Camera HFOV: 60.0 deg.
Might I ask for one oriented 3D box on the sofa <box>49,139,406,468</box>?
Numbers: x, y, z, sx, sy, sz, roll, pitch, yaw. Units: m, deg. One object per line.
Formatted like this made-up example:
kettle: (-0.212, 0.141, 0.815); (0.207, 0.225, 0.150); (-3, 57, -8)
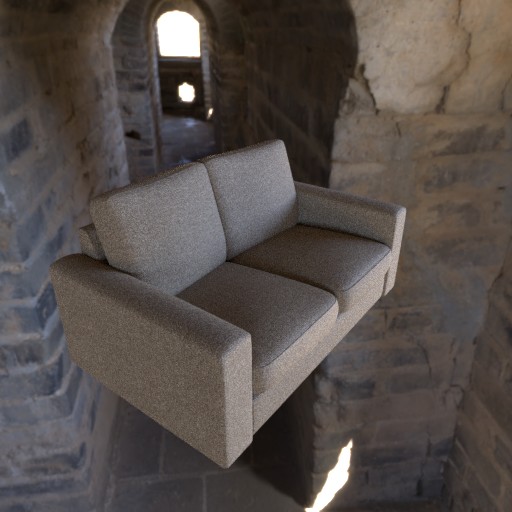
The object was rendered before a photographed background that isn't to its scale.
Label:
sofa: (0.000, 0.000, 2.242); (1.016, 0.873, 1.616); (19, 33, 32)
